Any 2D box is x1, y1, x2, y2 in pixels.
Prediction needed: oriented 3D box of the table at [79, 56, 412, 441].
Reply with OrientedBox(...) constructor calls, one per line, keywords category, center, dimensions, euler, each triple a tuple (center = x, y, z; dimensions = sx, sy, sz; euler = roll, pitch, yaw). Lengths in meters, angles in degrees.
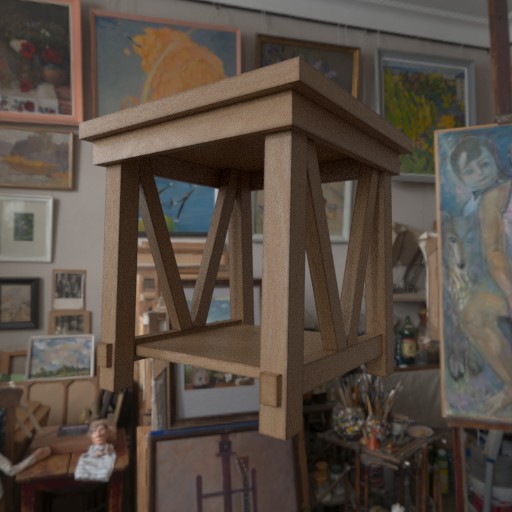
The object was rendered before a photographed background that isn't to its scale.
OrientedBox(category="table", center=(0.000, 0.000, 1.136), dimensions=(0.610, 0.638, 0.612), euler=(0, 0, 36))
